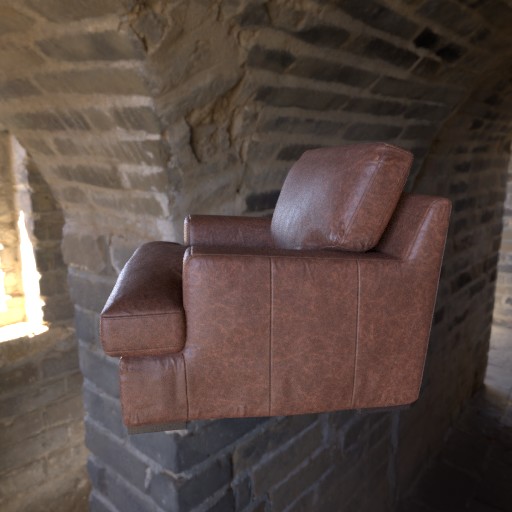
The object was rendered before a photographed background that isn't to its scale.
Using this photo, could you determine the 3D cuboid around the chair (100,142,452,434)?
[{"bbox_3d":[0.000,0.000,1.940,1.143,0.939,1.168,-2,12,-9],"label":"chair"}]
